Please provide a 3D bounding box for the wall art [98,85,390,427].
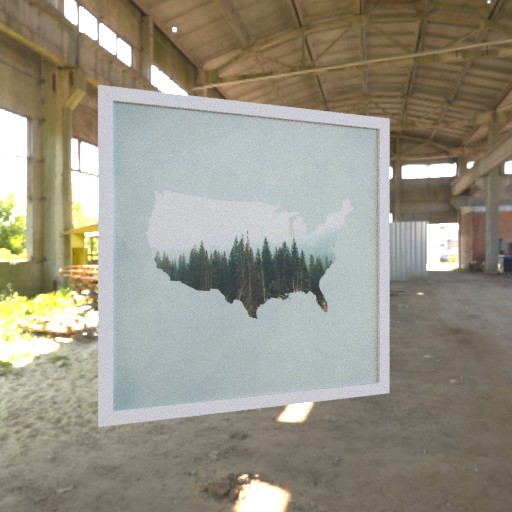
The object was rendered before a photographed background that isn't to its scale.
[{"bbox_3d":[0.000,0.000,0.454,0.304,0.304,0.024,0,0,-19],"label":"wall art"}]
